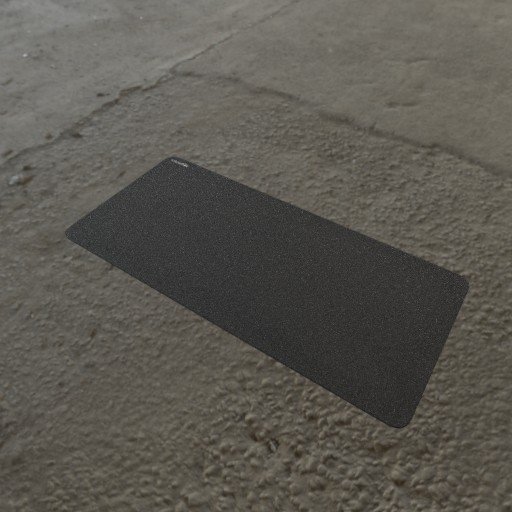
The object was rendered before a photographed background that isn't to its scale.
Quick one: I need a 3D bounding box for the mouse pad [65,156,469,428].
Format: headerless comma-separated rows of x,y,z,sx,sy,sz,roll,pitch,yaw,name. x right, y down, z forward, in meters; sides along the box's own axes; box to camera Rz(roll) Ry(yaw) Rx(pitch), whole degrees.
0.000,0.000,1.064,0.907,0.003,0.424,26,52,23,mouse pad
